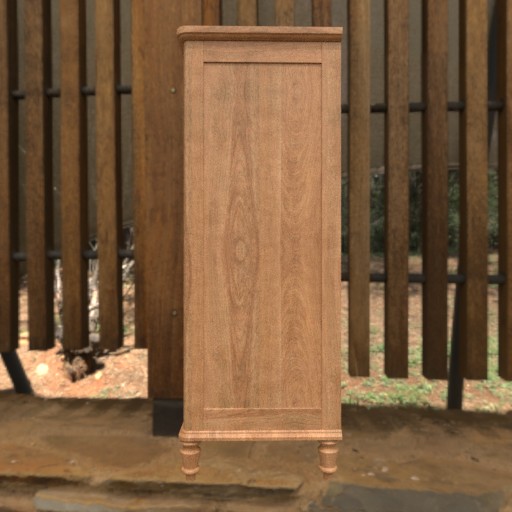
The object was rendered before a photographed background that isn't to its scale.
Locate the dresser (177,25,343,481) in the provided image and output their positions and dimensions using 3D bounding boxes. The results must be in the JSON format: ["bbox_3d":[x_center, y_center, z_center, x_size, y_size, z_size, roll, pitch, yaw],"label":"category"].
[{"bbox_3d":[0.000,0.000,1.758,0.484,1.318,0.973,0,0,-1],"label":"dresser"}]
